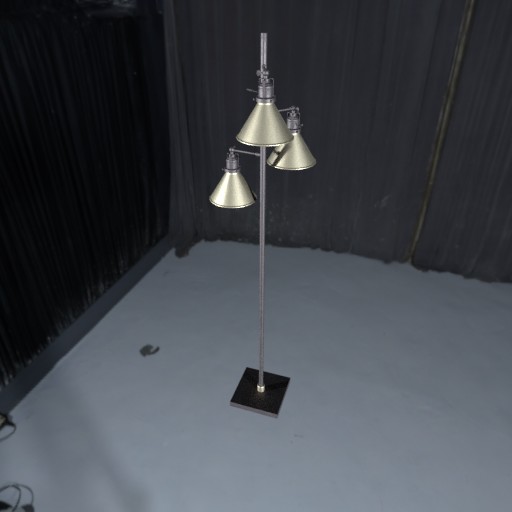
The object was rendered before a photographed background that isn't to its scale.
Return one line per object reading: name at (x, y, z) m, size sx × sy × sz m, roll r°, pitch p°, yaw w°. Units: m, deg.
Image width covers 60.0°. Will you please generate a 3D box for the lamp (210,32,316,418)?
lamp at (0.000, 0.000, 1.899) m, size 0.415 × 1.716 × 0.428 m, roll 10°, pitch 33°, yaw 15°
